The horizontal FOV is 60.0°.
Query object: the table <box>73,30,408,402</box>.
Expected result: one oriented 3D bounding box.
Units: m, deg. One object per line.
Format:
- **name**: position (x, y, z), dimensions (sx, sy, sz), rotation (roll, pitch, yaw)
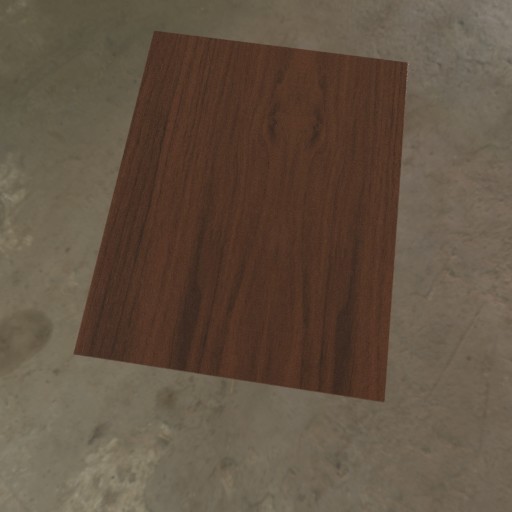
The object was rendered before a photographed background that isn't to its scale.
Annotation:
- **table**: position (0.000, 0.000, 0.903), dimensions (0.381, 0.636, 0.480), rotation (8, 75, 2)
